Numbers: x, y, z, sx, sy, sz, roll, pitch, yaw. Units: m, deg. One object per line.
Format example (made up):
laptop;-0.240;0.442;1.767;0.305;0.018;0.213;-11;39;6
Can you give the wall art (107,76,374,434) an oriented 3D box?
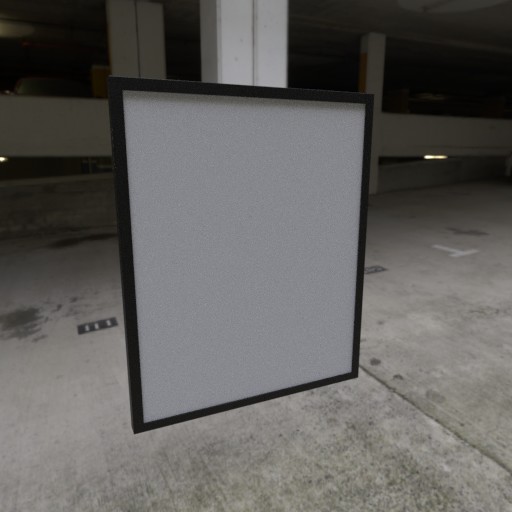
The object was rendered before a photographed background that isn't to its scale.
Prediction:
wall art;0.000;0.000;0.552;0.325;0.397;0.018;-6;14;-24
